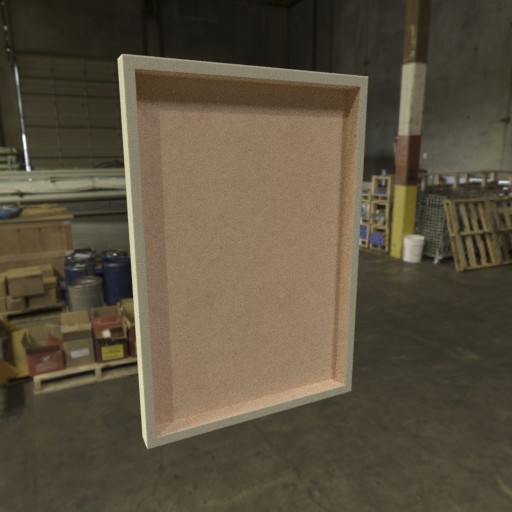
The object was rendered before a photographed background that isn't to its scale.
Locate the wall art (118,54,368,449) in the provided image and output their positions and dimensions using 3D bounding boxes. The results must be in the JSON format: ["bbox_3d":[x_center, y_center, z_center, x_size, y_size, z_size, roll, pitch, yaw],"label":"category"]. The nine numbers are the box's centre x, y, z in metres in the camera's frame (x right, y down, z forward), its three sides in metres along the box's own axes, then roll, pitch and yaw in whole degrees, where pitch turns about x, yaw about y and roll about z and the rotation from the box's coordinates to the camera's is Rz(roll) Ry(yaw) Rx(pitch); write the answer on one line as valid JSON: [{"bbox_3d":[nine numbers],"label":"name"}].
[{"bbox_3d":[0.000,0.000,0.771,0.418,0.608,0.038,-6,15,-25],"label":"wall art"}]
